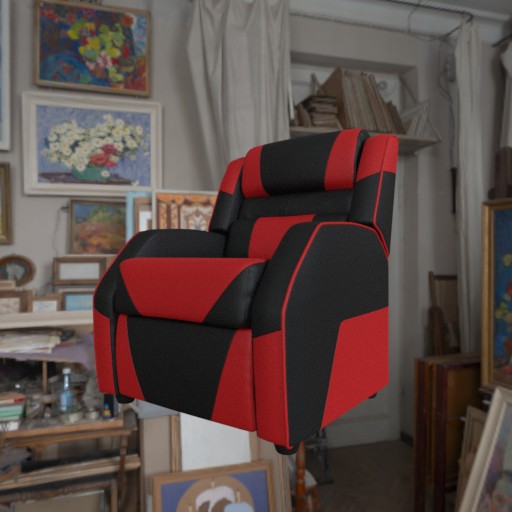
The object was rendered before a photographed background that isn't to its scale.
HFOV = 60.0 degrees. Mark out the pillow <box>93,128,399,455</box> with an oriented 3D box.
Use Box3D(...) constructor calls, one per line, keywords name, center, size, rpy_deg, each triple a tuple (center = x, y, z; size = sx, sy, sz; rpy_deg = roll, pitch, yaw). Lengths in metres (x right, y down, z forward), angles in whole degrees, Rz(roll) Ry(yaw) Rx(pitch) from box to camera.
Box3D(name="pillow", center=(0.000, 0.000, 1.273), size=(0.620, 0.805, 0.672), rpy_deg=(0, 0, 36))
